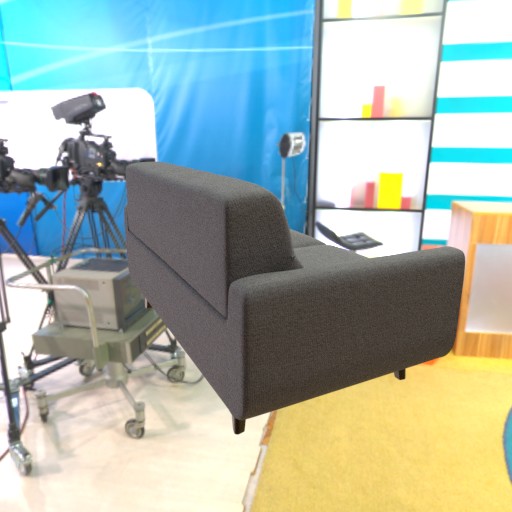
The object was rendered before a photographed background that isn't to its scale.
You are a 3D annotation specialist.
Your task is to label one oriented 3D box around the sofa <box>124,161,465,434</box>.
[{"bbox_3d":[0.000,0.000,2.117,0.909,0.841,1.631,-8,18,-26],"label":"sofa"}]
